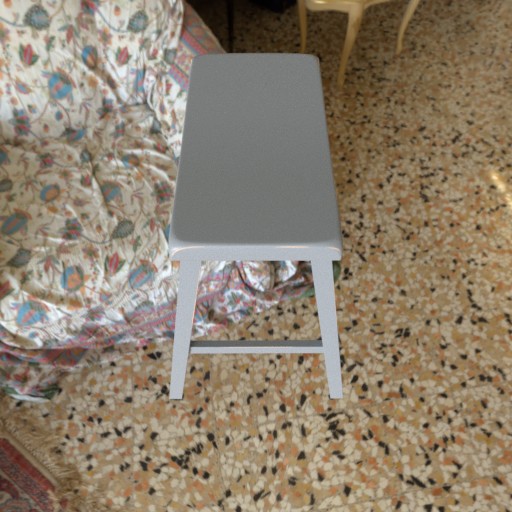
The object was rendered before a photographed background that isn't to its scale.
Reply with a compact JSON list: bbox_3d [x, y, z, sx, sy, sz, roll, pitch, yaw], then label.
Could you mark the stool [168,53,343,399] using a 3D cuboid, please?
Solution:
[{"bbox_3d":[0.000,0.000,1.030,0.476,0.737,0.457,0,57,0],"label":"stool"}]
